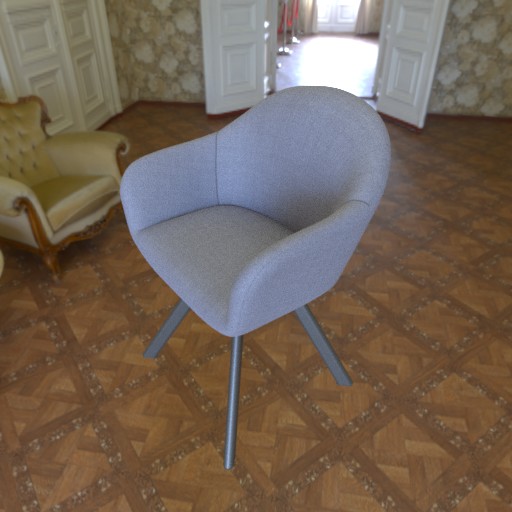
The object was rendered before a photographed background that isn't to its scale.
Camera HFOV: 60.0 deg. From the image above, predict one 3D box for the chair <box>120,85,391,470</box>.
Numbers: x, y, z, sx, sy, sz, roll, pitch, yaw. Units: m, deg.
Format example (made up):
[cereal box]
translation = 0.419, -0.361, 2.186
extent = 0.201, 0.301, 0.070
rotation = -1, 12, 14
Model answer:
[chair]
translation = 0.000, 0.000, 1.177
extent = 0.550, 0.795, 0.590
rotation = -22, 39, -30
